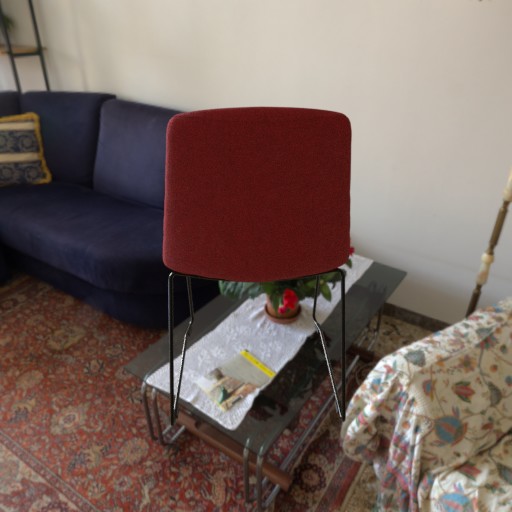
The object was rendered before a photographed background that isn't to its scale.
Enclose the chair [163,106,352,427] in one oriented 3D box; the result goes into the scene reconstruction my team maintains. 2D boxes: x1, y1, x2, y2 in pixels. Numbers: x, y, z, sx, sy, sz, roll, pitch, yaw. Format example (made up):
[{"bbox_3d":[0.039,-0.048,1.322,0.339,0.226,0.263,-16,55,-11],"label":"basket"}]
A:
[{"bbox_3d":[0.000,0.000,1.153,0.479,0.858,0.518,-1,31,-2],"label":"chair"}]
